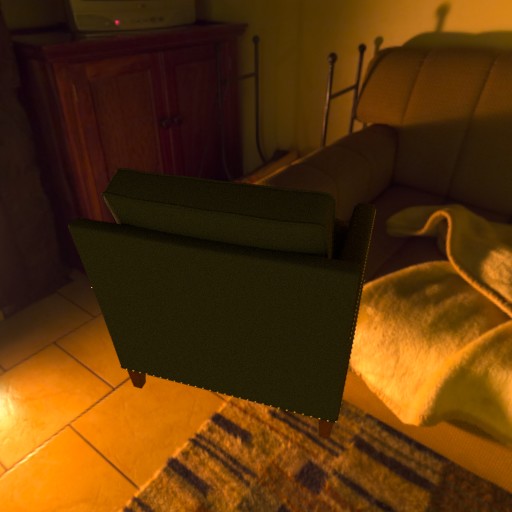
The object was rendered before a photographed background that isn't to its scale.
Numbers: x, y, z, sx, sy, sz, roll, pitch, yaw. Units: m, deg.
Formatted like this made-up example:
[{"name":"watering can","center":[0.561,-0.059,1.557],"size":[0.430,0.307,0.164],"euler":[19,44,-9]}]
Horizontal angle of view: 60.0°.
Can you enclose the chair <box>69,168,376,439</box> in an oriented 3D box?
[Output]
[{"name":"chair","center":[0.000,0.000,1.768],"size":[0.853,0.943,1.014],"euler":[10,34,15]}]
